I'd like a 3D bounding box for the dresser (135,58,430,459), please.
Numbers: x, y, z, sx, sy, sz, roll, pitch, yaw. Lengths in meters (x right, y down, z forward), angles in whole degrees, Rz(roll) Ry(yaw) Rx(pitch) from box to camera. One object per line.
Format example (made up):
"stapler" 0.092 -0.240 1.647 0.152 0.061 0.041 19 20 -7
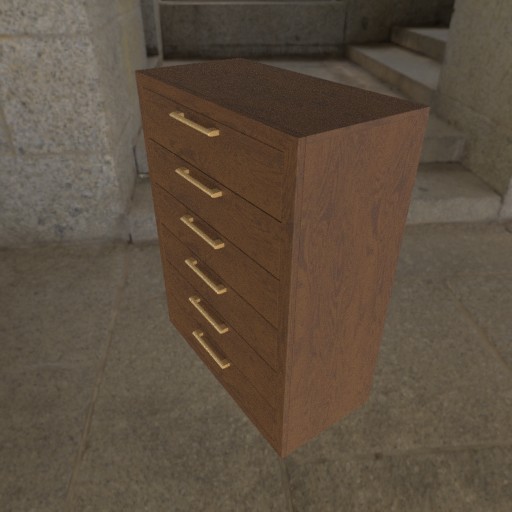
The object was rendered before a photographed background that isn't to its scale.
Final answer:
"dresser" 0.000 0.000 1.806 0.516 1.320 0.964 -21 39 -29
